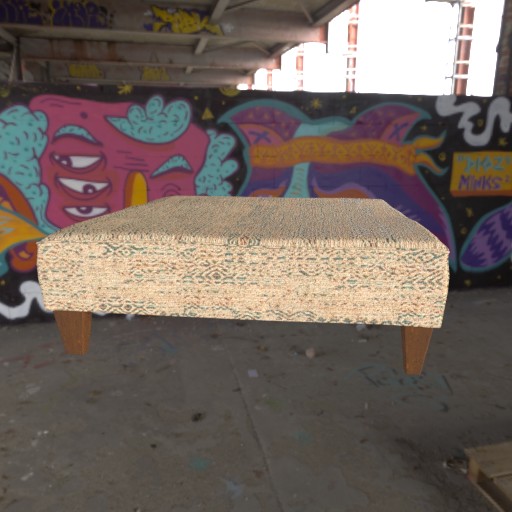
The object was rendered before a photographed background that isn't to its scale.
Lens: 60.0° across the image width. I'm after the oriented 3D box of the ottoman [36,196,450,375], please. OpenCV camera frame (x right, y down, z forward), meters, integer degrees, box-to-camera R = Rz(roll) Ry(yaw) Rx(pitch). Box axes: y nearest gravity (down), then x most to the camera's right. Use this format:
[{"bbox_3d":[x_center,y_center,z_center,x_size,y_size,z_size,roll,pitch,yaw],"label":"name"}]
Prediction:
[{"bbox_3d":[0.000,0.000,1.536,1.004,0.356,0.968,2,14,7],"label":"ottoman"}]
